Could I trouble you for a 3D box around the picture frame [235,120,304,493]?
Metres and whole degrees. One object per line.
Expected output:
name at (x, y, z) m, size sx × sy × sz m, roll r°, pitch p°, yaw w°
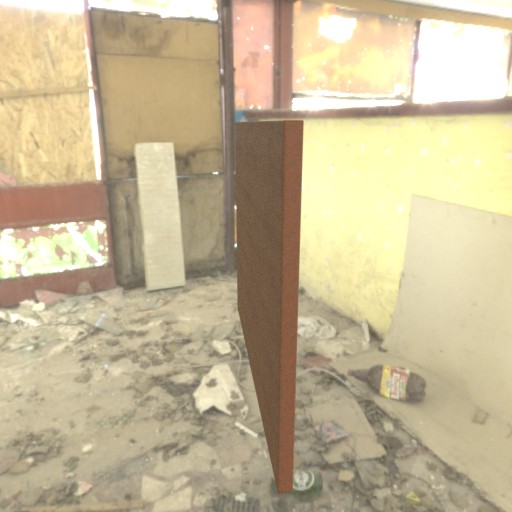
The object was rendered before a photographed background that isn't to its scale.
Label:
picture frame at (0.000, 0.000, 1.752) m, size 0.045 × 1.018 × 1.329 m, roll -2°, pitch 17°, yaw -7°
